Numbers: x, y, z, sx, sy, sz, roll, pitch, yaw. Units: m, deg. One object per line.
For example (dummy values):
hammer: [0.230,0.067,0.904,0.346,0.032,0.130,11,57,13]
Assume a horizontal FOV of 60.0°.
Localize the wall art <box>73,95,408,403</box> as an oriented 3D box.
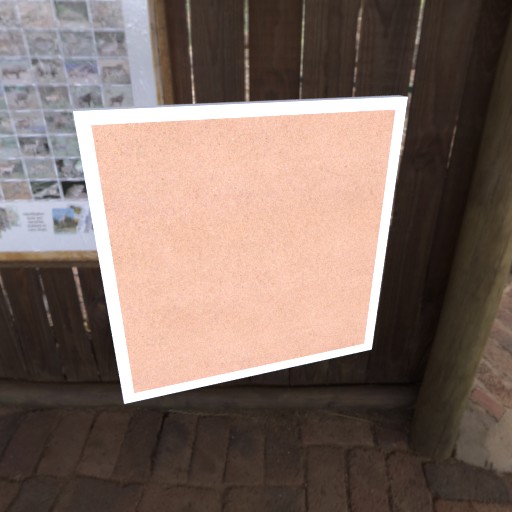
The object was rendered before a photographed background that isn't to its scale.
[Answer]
wall art: [0.000,0.000,1.152,0.760,0.760,0.036,-8,27,-16]
